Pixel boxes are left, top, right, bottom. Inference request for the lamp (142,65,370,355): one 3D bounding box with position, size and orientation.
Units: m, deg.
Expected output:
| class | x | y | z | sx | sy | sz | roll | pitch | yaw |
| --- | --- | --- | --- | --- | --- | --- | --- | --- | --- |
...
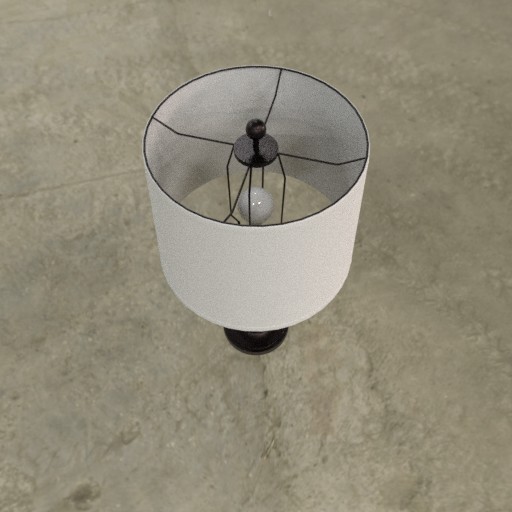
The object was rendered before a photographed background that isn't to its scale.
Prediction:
| class | x | y | z | sx | sy | sz | roll | pitch | yaw |
| --- | --- | --- | --- | --- | --- | --- | --- | --- | --- |
| lamp | 0.000 | 0.000 | 0.936 | 0.383 | 0.726 | 0.383 | 0 | 58 | 0 |
